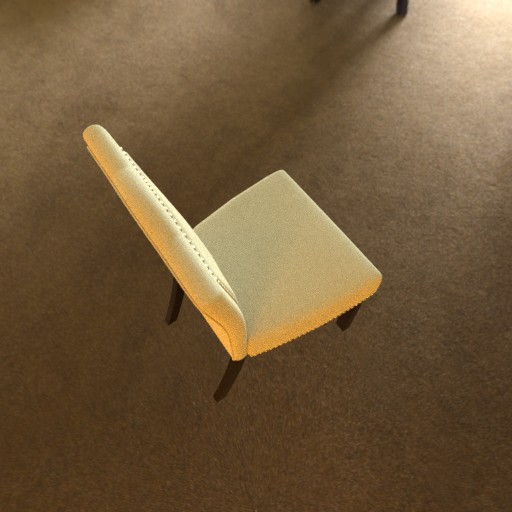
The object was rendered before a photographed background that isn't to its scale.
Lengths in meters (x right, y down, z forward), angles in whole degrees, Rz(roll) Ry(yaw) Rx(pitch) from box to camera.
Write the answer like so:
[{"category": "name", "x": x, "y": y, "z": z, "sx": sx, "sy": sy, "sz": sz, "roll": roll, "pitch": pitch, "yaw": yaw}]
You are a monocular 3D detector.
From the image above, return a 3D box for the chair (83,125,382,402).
[{"category": "chair", "x": 0.000, "y": 0.000, "z": 1.293, "sx": 0.589, "sy": 0.946, "sz": 0.518, "roll": -31, "pitch": 65, "yaw": -17}]
